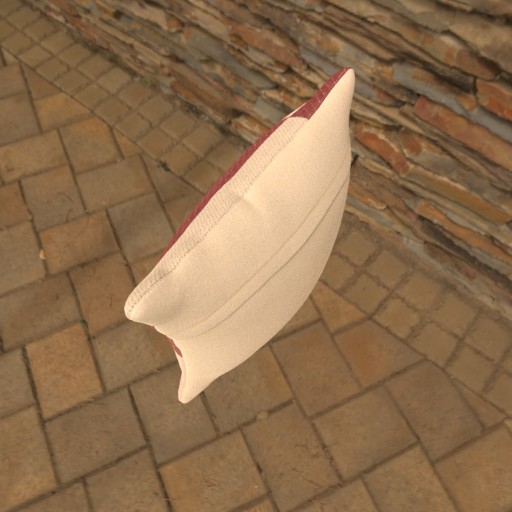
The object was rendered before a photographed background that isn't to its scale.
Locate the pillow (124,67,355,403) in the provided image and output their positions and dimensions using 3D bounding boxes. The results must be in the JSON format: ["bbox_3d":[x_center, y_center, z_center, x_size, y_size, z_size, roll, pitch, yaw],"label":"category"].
[{"bbox_3d":[0.000,0.000,0.810,0.229,0.506,0.536,32,67,16],"label":"pillow"}]
